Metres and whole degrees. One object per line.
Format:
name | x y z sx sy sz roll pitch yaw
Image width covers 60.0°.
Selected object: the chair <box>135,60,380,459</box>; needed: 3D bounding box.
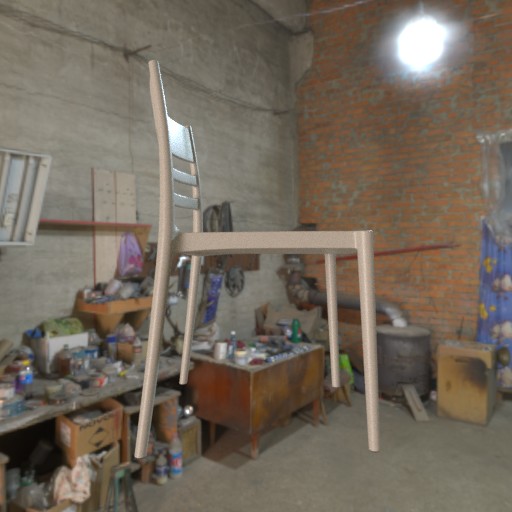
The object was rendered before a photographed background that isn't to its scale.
chair | 0.000 0.000 1.135 0.511 0.800 0.531 0 0 0
